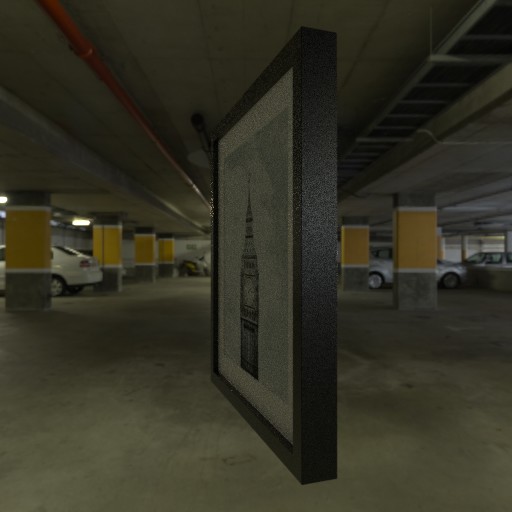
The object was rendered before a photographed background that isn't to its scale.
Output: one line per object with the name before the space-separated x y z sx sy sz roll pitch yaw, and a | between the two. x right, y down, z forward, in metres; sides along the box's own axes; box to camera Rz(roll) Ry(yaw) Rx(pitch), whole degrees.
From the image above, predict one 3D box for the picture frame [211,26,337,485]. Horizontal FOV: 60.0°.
picture frame | 0.000 0.000 0.526 0.034 0.378 0.328 0 0 -19
